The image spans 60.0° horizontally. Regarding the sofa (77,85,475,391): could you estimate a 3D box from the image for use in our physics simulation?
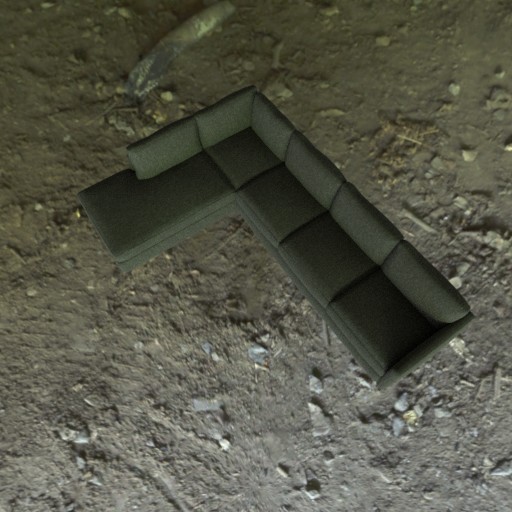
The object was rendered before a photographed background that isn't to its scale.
[{"bbox_3d":[0.000,0.000,3.763,2.007,0.815,2.949,-32,67,-15],"label":"sofa"}]
